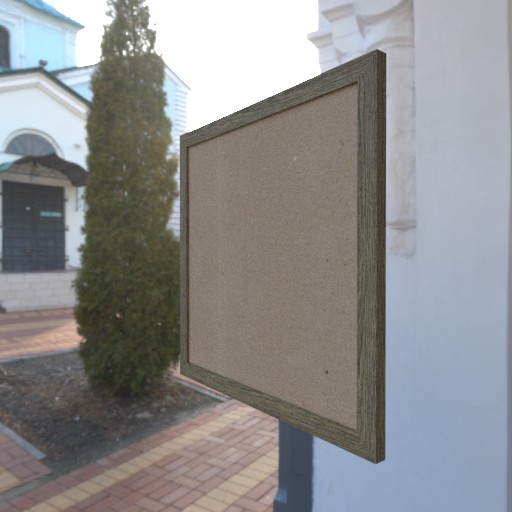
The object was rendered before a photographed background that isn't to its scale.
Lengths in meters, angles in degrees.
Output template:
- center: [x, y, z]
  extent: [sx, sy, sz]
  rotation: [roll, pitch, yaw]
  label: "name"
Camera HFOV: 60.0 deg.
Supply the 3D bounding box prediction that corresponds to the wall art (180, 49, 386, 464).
- center: [0.000, 0.000, 0.749]
  extent: [0.019, 0.508, 0.508]
  rotation: [0, 1, -38]
  label: "wall art"
